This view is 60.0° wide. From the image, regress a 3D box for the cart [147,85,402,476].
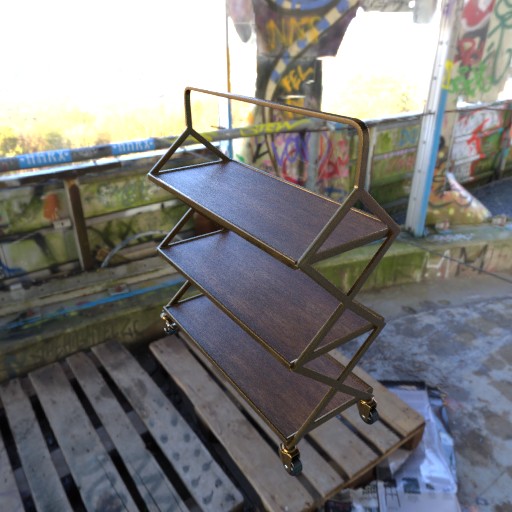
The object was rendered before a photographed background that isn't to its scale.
[{"bbox_3d":[0.000,0.000,1.194,0.313,0.805,0.723,-18,32,-31],"label":"cart"}]
